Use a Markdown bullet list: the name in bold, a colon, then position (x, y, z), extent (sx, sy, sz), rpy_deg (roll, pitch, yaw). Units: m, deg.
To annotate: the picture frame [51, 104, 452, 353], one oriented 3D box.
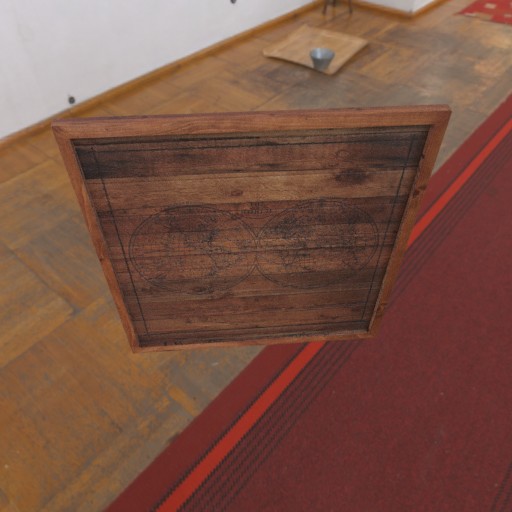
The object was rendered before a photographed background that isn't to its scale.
- **picture frame**: position (0.000, 0.000, 1.188), extent (0.810, 0.817, 0.029), rpy_deg (-3, 45, -3)
